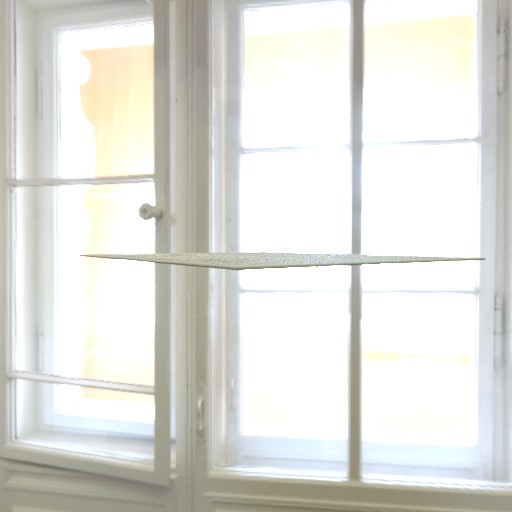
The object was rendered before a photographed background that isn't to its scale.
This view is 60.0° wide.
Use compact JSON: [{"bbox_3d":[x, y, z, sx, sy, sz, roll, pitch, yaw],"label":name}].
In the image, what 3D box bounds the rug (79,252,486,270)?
[{"bbox_3d":[0.000,0.000,3.950,2.311,0.032,2.921,-1,2,-35],"label":"rug"}]
